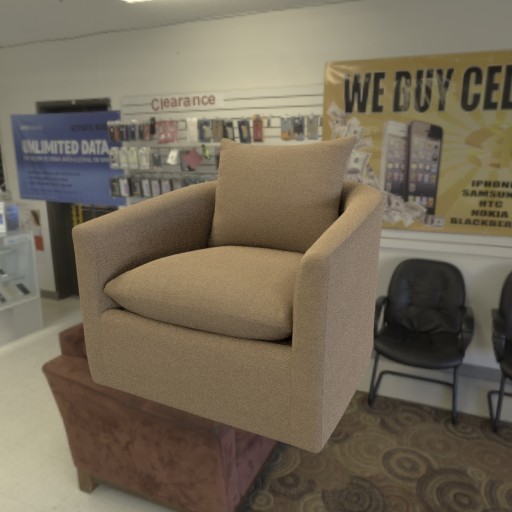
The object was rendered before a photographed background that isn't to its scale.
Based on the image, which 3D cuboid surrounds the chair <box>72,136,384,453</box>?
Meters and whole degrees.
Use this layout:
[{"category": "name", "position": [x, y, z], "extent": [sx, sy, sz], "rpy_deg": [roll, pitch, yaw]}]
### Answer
[{"category": "chair", "position": [0.000, 0.000, 1.609], "extent": [0.845, 0.848, 0.910], "rpy_deg": [7, 15, 26]}]
